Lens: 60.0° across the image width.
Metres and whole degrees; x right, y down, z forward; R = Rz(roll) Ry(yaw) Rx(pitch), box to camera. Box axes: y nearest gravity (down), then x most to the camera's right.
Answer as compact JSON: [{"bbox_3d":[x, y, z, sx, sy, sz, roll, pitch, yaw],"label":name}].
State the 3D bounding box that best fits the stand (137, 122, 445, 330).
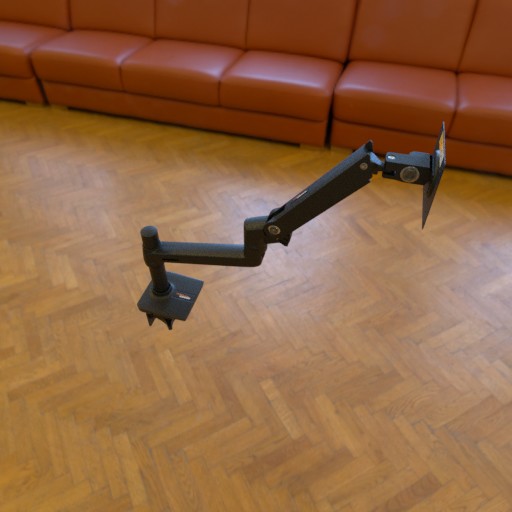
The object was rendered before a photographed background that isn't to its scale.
[{"bbox_3d":[0.000,0.000,1.047,0.650,0.713,0.152,11,46,11],"label":"stand"}]
